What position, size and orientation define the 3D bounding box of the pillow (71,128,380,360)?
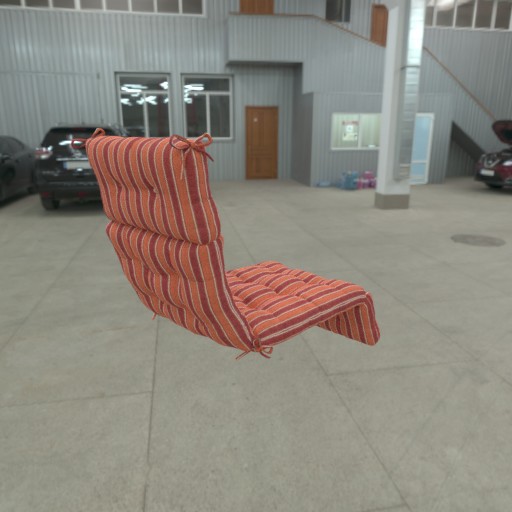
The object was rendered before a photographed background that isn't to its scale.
[{"bbox_3d":[0.000,0.000,1.556,0.526,0.863,1.016,15,22,42],"label":"pillow"}]
